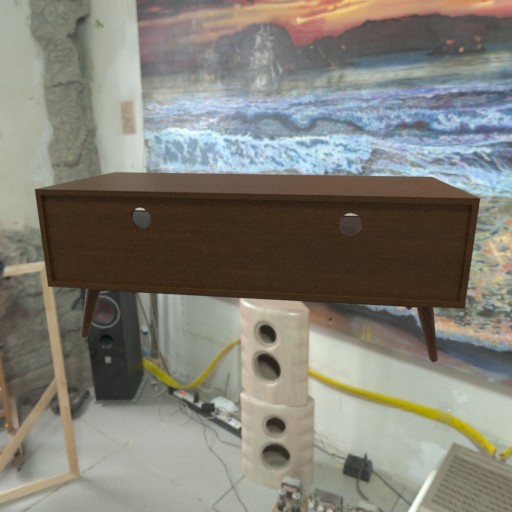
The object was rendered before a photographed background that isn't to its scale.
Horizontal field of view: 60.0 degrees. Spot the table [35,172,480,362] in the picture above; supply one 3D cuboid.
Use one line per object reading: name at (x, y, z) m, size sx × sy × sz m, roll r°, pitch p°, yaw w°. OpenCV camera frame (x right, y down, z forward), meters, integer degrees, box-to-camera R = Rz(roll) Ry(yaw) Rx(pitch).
table at (0.000, 0.000, 1.400) m, size 1.119 × 0.464 × 0.490 m, roll 2°, pitch 16°, yaw 8°
